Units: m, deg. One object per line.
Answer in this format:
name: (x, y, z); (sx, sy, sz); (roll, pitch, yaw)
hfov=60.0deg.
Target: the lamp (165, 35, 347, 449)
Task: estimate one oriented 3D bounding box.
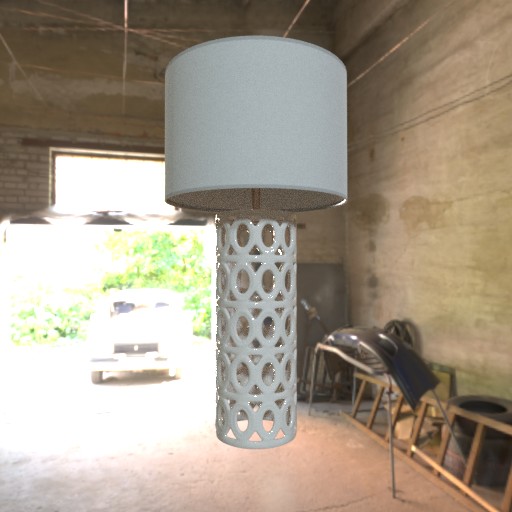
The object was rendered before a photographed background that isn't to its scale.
lamp: (0.000, 0.000, 0.802); (0.325, 0.636, 0.324); (-1, -2, 37)
